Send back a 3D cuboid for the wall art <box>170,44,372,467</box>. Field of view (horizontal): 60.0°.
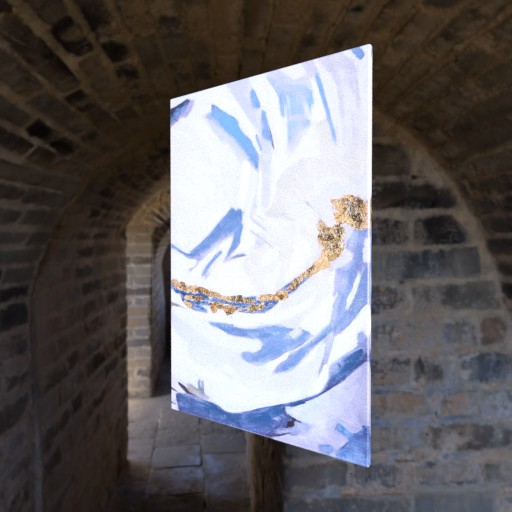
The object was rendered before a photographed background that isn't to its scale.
[{"bbox_3d":[0.000,0.000,1.136,0.610,0.914,0.016,1,1,36],"label":"wall art"}]
